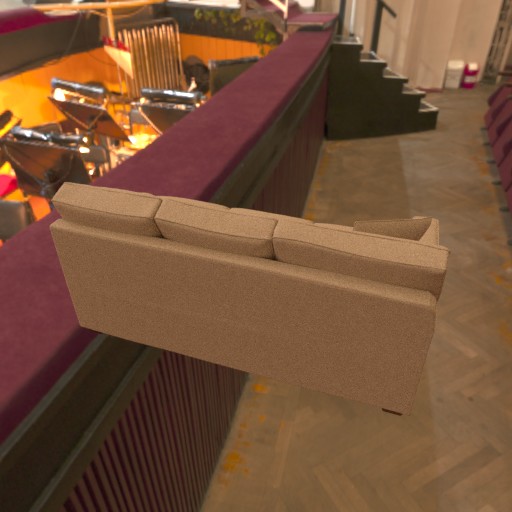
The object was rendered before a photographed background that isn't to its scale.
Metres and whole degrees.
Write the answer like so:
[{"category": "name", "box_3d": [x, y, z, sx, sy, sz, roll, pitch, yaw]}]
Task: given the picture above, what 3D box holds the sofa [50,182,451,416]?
[{"category": "sofa", "box_3d": [0.000, 0.000, 2.598, 1.962, 0.946, 1.034, 11, 35, 16]}]
